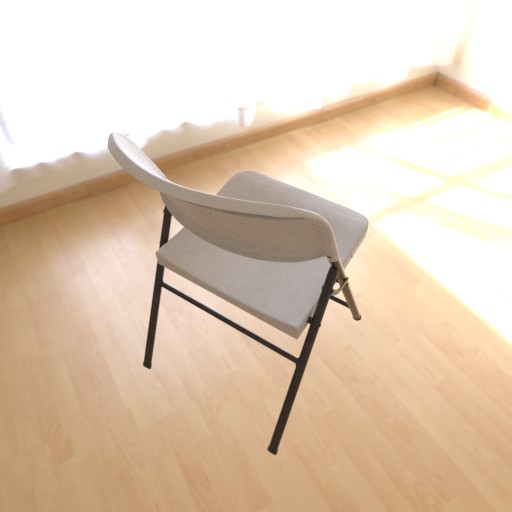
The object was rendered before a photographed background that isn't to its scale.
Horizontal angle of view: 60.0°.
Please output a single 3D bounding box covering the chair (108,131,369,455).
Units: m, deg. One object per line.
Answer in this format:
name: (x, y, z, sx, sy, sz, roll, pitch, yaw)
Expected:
chair: (0.000, 0.000, 1.153, 0.494, 0.810, 0.566, 26, 51, 23)
